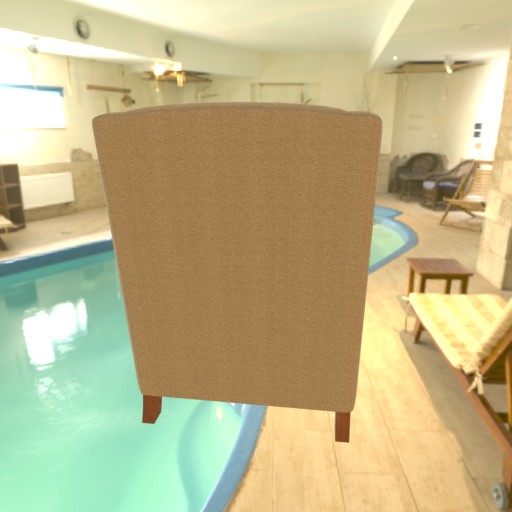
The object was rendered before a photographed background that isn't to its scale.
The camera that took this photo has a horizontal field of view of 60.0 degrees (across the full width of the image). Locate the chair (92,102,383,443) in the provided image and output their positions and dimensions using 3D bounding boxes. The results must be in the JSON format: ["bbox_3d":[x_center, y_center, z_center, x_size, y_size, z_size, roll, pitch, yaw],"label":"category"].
[{"bbox_3d":[0.000,0.000,1.599,0.715,1.017,0.890,2,17,8],"label":"chair"}]
